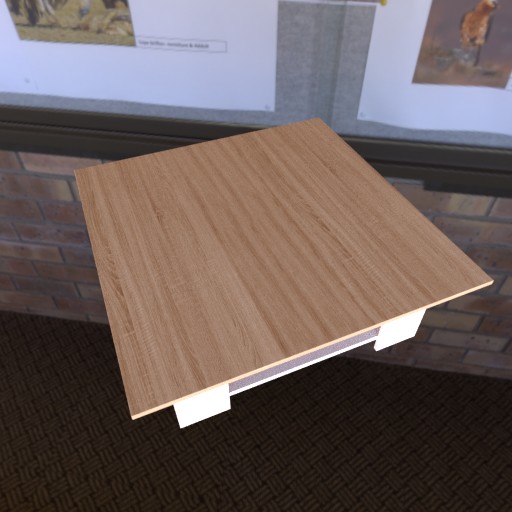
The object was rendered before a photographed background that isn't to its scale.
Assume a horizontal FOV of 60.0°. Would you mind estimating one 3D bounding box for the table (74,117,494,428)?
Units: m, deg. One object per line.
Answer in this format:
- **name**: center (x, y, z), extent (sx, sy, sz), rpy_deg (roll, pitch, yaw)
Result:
- **table**: center (0.000, 0.000, 1.361), extent (0.890, 0.305, 0.890), rpy_deg (-17, 47, -16)
